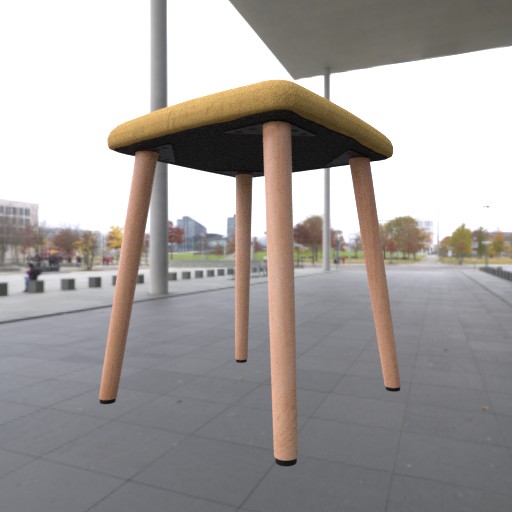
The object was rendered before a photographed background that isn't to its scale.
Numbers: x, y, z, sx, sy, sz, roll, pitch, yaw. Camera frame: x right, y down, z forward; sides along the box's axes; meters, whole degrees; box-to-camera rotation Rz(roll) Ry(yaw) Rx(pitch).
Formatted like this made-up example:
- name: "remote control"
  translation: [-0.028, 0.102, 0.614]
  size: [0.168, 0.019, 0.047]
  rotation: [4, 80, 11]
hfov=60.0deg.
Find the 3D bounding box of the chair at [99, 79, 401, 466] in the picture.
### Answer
- name: "chair"
  translation: [0.000, 0.000, 0.700]
  size: [0.350, 0.440, 0.350]
  rotation: [0, 0, 37]
